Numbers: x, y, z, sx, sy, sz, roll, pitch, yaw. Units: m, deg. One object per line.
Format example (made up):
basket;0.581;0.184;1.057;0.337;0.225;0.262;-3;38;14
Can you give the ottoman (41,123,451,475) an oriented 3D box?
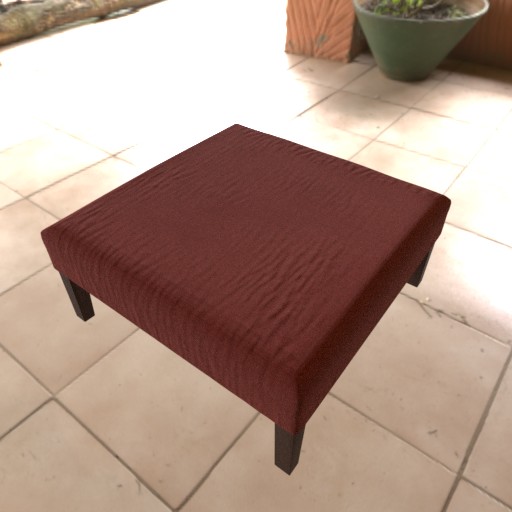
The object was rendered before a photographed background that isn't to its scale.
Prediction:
ottoman;0.000;0.000;1.434;0.889;0.411;0.890;27;48;27
